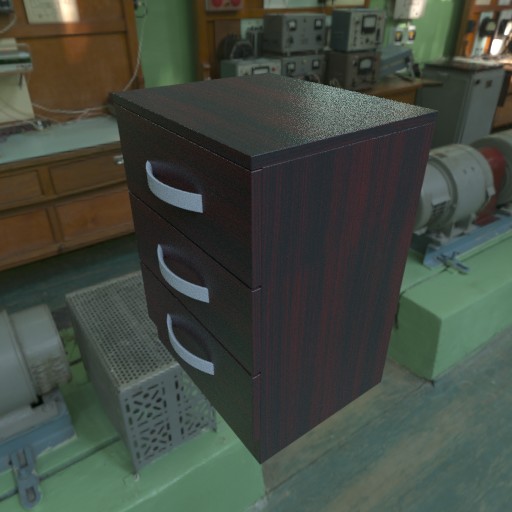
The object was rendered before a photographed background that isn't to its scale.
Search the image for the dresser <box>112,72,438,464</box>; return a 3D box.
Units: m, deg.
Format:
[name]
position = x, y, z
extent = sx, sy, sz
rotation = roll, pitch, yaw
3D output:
[dresser]
position = 0.000, 0.000, 0.834
extent = 0.360, 0.560, 0.400
rotation = -21, 37, -30
